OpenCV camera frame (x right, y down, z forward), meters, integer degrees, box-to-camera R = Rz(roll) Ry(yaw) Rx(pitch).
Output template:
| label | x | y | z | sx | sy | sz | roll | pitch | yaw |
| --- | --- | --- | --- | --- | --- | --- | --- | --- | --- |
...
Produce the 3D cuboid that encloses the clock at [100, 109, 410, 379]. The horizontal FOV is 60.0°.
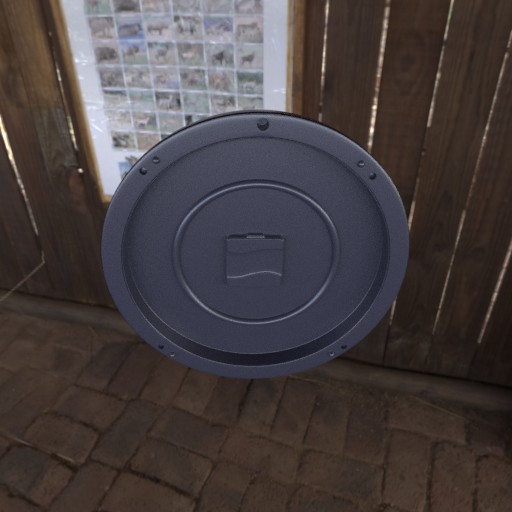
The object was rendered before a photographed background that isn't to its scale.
| label | x | y | z | sx | sy | sz | roll | pitch | yaw |
| --- | --- | --- | --- | --- | --- | --- | --- | --- | --- |
| clock | 0.000 | 0.000 | 0.457 | 0.300 | 0.300 | 0.060 | -1 | 31 | -2 |
